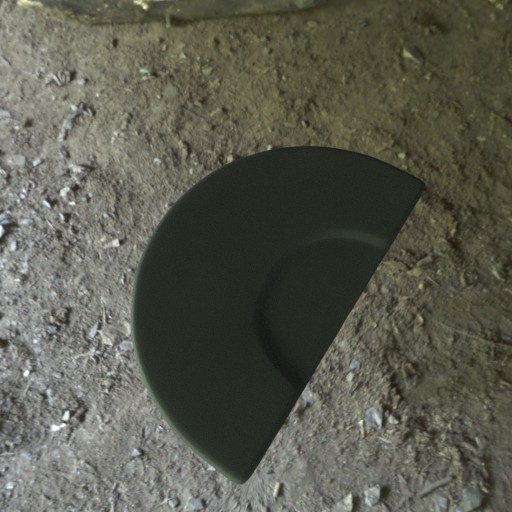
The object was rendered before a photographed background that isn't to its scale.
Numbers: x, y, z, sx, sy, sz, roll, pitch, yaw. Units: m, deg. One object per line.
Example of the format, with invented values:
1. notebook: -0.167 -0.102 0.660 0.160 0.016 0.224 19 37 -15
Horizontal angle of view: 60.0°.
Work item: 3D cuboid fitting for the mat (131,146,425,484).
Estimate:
1. mat: 0.000 0.000 1.898 0.917 0.022 1.525 31 68 14
